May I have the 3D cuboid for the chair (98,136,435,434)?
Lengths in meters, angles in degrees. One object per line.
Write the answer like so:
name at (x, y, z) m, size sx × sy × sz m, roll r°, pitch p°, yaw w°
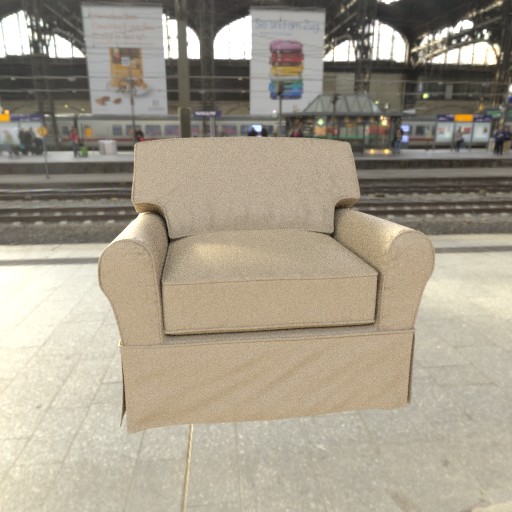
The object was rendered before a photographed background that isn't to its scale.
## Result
chair at (0.000, 0.000, 1.804) m, size 1.096 × 0.937 × 0.903 m, roll -2°, pitch 15°, yaw -7°
